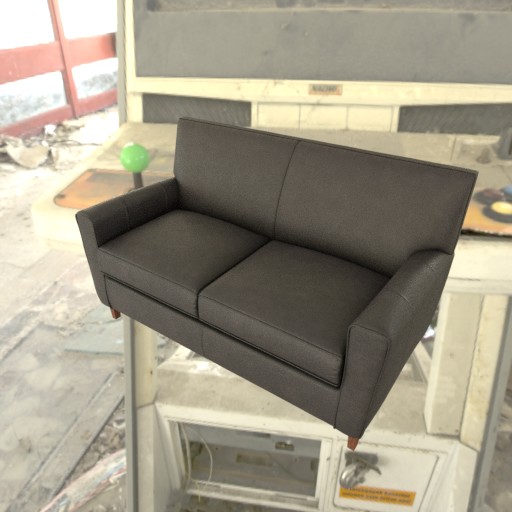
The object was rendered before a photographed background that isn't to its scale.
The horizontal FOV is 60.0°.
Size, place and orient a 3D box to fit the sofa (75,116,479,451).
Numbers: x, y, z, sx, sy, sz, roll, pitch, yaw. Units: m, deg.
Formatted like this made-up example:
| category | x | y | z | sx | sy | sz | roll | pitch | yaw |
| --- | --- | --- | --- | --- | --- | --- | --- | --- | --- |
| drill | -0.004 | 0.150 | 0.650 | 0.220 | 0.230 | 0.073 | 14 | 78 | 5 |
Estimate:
| category | x | y | z | sx | sy | sz | roll | pitch | yaw |
| --- | --- | --- | --- | --- | --- | --- | --- | --- | --- |
| sofa | 0.000 | 0.000 | 1.945 | 1.473 | 0.871 | 0.787 | 20 | 36 | 30 |
